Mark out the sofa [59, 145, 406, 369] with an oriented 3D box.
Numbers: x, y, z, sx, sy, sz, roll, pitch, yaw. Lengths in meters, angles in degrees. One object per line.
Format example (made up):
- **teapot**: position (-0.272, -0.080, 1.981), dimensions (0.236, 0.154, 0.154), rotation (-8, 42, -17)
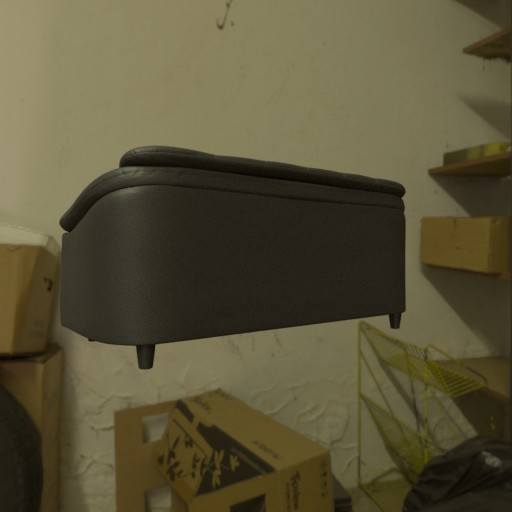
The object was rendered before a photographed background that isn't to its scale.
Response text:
- **sofa**: position (0.000, 0.000, 2.298), dimensions (1.829, 0.811, 0.800), rotation (0, 0, -36)
